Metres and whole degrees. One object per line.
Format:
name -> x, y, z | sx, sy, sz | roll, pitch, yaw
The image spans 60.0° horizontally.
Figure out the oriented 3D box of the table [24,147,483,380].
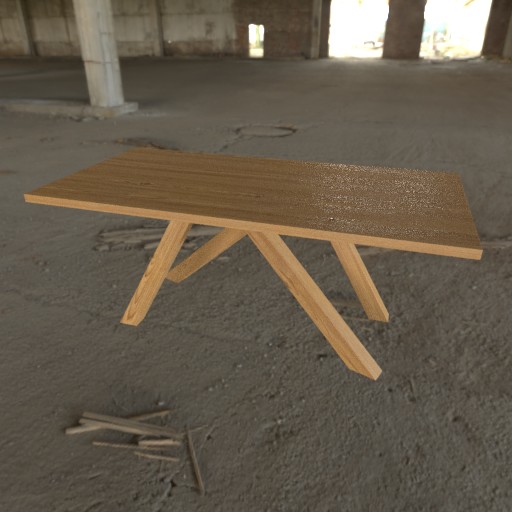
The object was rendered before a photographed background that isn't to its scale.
table -> 0.000, 0.000, 2.201 | 1.797, 0.750, 0.901 | 8, 28, 16
